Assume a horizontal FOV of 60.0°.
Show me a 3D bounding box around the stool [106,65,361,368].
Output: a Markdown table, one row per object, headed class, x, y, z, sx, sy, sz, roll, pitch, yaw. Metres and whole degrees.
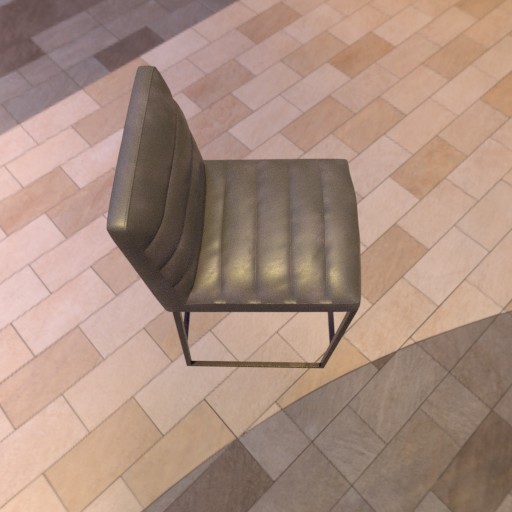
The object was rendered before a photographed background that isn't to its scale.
| class | x | y | z | sx | sy | sz | roll | pitch | yaw |
| --- | --- | --- | --- | --- | --- | --- | --- | --- | --- |
| stool | 0.000 | 0.000 | 1.366 | 0.562 | 1.065 | 0.463 | 1 | 63 | 0 |
